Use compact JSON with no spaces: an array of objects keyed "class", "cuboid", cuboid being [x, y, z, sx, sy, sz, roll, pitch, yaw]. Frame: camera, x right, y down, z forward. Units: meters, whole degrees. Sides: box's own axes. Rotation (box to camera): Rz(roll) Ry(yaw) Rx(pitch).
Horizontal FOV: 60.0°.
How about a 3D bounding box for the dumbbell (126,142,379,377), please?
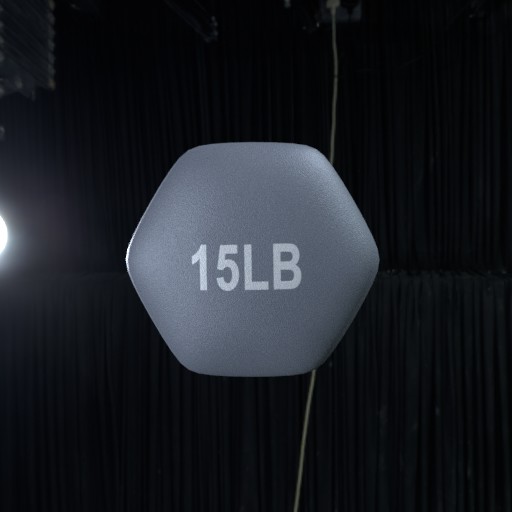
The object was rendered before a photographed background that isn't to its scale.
[{"class":"dumbbell","cuboid":[0.000,0.000,0.300,0.116,0.105,0.240,0,1,2]}]
